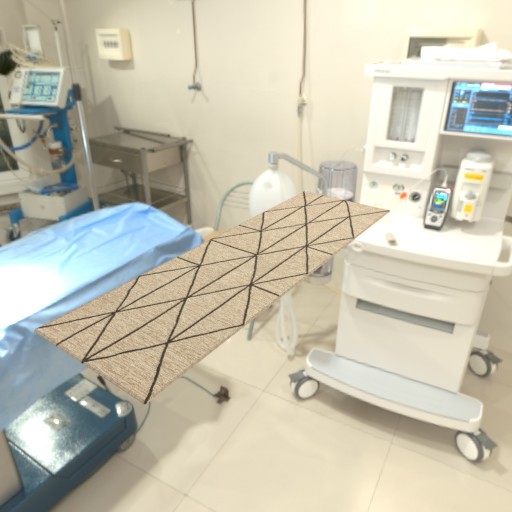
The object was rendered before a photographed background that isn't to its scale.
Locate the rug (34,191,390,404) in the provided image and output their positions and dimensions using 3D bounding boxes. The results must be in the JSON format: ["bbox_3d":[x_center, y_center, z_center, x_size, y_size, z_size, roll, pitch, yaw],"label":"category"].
[{"bbox_3d":[0.000,0.000,2.722,0.762,0.012,2.438,18,32,32],"label":"rug"}]
